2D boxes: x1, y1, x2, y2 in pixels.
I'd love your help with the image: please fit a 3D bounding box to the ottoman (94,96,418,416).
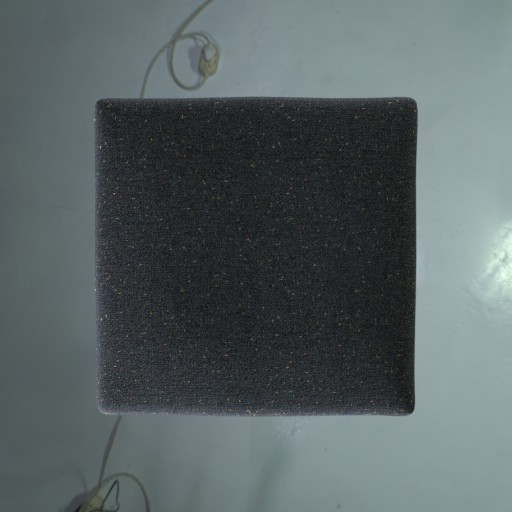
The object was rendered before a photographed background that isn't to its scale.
[{"bbox_3d":[0.000,0.000,0.879,0.508,0.432,0.508,0,91,0],"label":"ottoman"}]
